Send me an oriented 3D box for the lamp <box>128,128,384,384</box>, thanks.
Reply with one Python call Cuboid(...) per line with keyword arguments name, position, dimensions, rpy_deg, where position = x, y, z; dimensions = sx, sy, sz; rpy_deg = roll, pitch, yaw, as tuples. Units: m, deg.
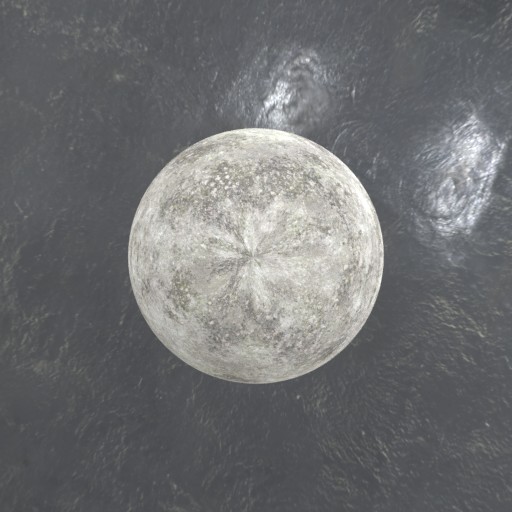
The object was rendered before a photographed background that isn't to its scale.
Cuboid(name="lamp", position=(0.000, 0.000, 0.762), dimensions=(0.422, 0.429, 0.422), rpy_deg=(0, 91, 1))
